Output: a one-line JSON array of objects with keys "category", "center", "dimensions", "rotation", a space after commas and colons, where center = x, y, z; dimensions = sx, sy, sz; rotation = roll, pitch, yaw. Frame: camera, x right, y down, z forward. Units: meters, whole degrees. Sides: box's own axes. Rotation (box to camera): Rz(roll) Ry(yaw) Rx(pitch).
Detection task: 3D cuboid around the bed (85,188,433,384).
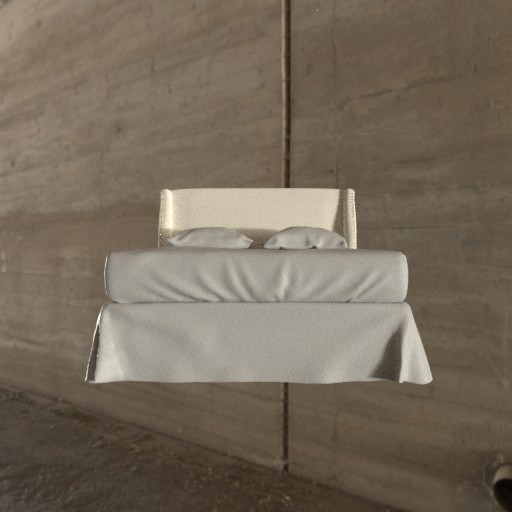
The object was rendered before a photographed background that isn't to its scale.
[{"category": "bed", "center": [0.000, 0.000, 3.373], "dimensions": [1.925, 1.332, 2.276], "rotation": [0, 1, 1]}]
